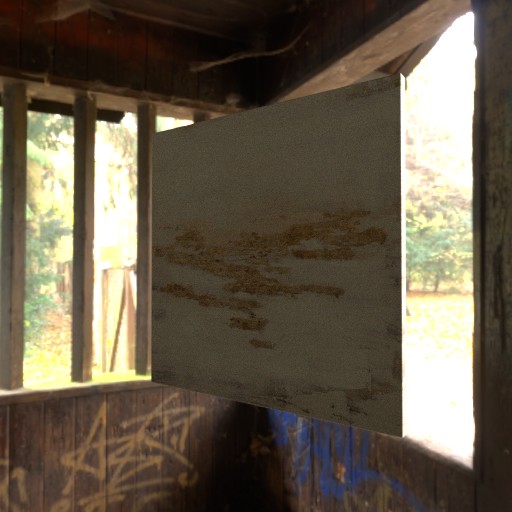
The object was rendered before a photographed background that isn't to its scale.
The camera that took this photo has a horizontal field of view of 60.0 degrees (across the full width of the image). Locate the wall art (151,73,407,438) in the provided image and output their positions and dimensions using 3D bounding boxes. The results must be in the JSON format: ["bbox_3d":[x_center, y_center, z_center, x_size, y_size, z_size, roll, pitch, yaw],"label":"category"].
[{"bbox_3d":[0.000,0.000,1.540,1.015,1.018,0.040,-1,-1,35],"label":"wall art"}]
